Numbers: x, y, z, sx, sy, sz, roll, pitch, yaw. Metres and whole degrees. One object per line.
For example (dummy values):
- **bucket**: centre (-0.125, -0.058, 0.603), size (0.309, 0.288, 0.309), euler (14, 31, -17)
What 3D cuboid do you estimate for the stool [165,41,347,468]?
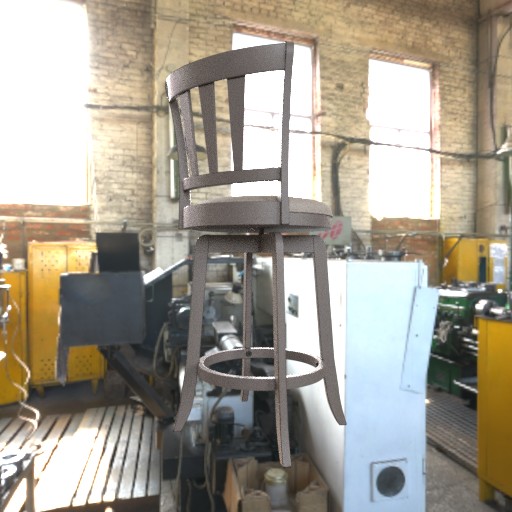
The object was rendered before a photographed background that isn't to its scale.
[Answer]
- **stool**: centre (0.000, 0.000, 1.299), size (0.436, 1.023, 0.475), euler (0, 0, 35)
